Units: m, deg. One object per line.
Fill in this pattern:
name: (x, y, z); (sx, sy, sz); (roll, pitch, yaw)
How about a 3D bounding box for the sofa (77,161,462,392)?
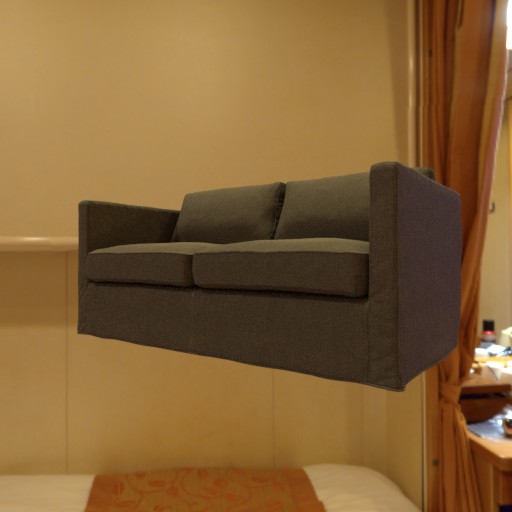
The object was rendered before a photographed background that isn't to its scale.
sofa: (0.000, 0.000, 2.279); (1.802, 0.854, 0.974); (0, 0, 36)
